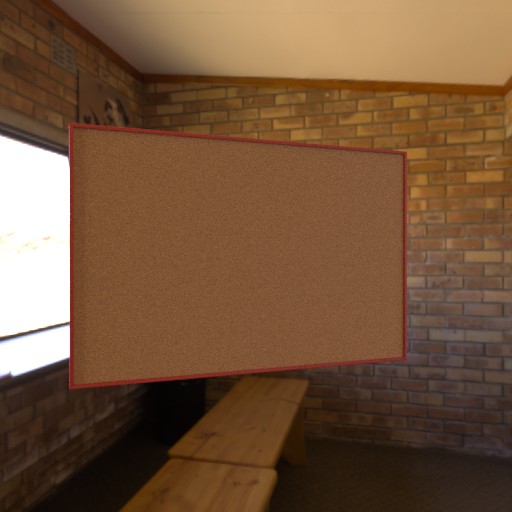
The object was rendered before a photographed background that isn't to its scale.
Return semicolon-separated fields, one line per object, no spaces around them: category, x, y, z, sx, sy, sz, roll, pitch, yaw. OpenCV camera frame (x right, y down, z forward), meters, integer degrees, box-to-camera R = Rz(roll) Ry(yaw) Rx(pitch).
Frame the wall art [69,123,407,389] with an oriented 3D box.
wall art;0.000;0.000;0.782;0.607;0.405;0.033;0;0;-18
